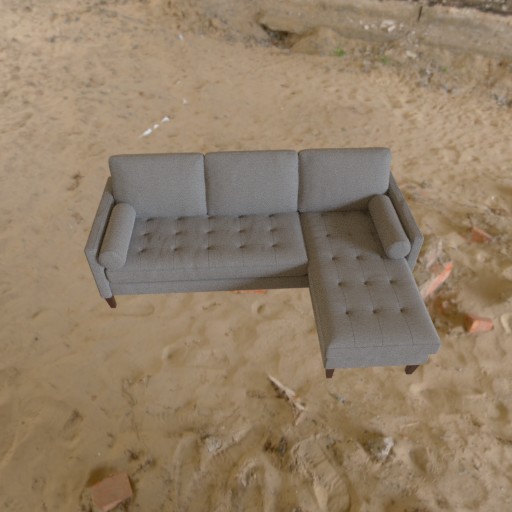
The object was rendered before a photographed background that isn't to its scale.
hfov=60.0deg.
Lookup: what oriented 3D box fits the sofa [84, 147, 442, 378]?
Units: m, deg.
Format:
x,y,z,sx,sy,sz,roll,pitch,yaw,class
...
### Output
x,y,z,sx,sy,sz,roll,pitch,yaw,class
0.000,0.000,2.970,2.178,0.875,1.506,-2,44,-2,sofa
